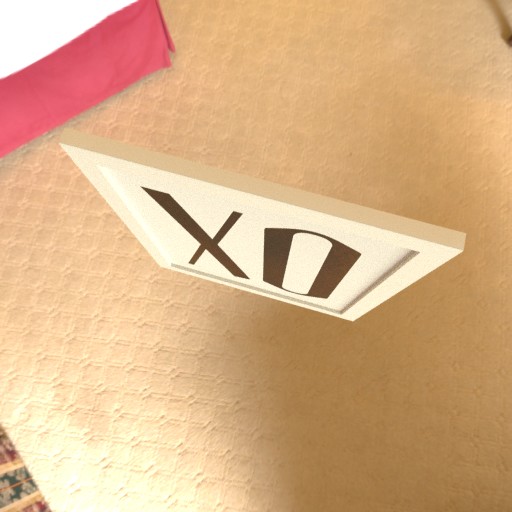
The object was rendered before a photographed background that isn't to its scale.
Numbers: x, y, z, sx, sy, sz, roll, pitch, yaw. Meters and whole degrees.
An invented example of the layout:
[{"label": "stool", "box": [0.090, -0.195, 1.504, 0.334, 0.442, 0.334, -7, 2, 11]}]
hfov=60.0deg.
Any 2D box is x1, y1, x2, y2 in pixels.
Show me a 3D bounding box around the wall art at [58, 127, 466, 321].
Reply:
[{"label": "wall art", "box": [0.000, 0.000, 0.726, 0.444, 0.536, 0.020, 16, 75, 4]}]
